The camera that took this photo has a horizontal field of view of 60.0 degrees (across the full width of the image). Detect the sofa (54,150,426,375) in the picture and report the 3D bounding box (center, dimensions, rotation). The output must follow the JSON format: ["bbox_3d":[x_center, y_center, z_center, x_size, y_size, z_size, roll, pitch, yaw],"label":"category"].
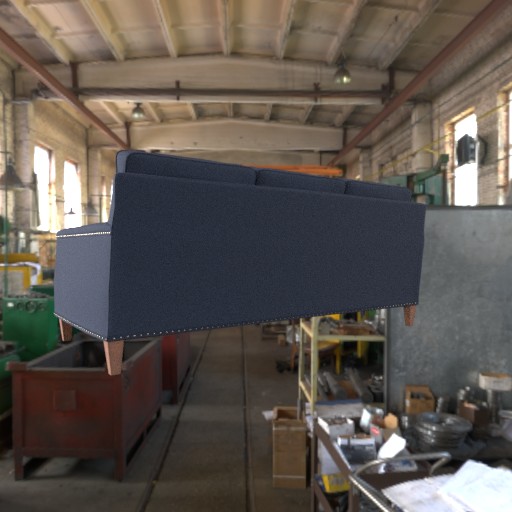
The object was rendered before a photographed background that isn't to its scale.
[{"bbox_3d":[0.000,0.000,2.872,2.246,1.003,1.084,-1,1,-36],"label":"sofa"}]
